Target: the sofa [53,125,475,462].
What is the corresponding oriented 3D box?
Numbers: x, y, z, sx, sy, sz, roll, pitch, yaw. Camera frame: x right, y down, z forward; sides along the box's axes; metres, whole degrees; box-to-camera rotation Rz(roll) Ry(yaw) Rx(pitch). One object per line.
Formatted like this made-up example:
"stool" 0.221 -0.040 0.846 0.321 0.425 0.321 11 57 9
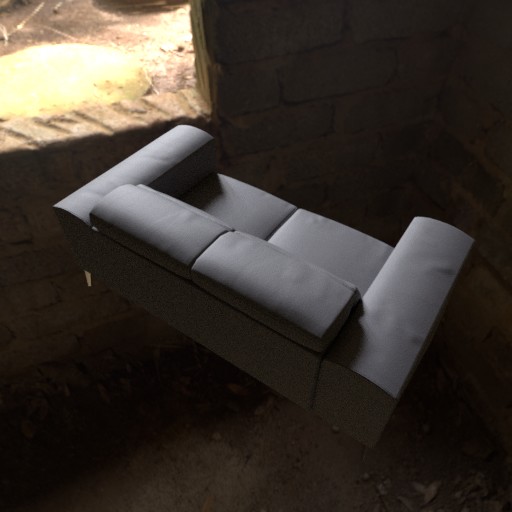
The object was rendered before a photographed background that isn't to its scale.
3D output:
"sofa" 0.000 0.000 2.354 1.895 0.779 1.003 26 52 23
